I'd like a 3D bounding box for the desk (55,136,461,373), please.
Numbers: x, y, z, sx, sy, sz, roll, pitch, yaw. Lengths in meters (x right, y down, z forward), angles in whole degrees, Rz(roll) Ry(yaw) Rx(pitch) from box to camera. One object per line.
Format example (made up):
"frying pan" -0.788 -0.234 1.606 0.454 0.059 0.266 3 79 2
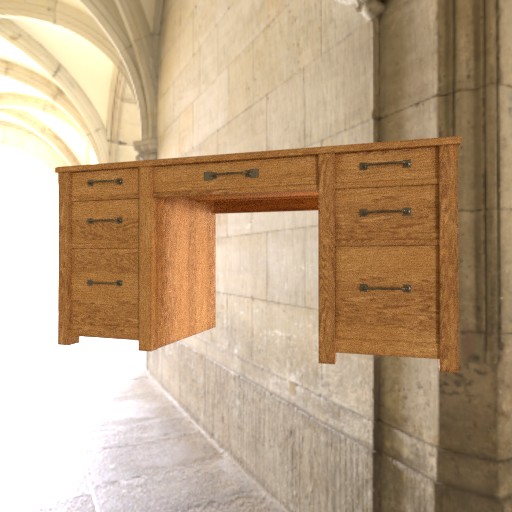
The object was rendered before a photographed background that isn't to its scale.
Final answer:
"desk" 0.000 0.000 1.946 1.567 0.751 0.685 0 -1 17
